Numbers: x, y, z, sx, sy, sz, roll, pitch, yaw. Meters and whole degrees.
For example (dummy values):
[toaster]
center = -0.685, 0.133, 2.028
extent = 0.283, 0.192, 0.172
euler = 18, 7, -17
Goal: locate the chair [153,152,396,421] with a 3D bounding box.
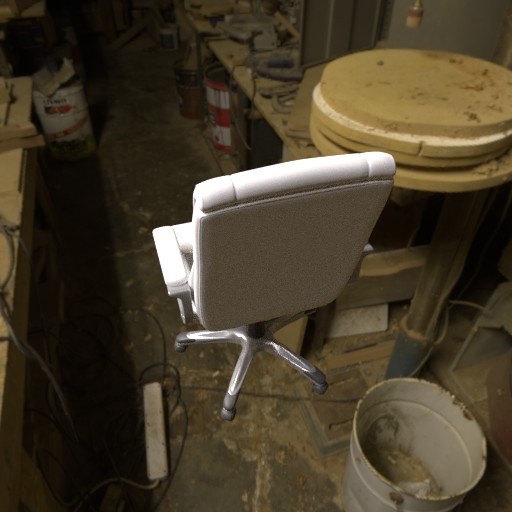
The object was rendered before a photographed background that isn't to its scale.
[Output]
[chair]
center = 0.000, 0.000, 1.584
extent = 0.687, 1.120, 0.738
euler = -12, 43, -13
